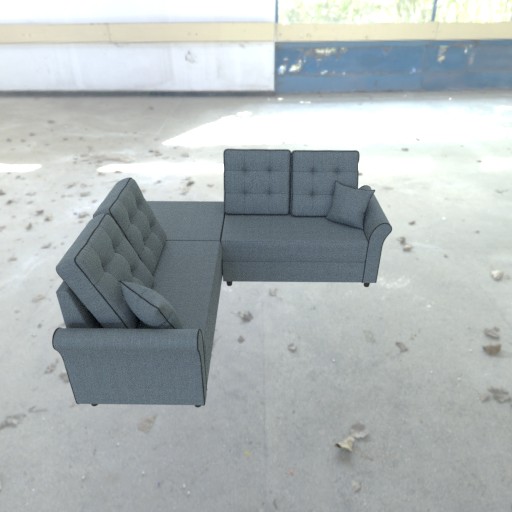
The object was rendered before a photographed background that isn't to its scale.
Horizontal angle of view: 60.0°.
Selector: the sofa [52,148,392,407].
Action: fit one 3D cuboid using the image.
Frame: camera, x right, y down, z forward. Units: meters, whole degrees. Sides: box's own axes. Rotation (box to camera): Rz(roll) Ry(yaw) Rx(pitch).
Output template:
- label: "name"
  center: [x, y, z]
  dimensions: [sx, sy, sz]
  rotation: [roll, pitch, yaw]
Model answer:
- label: "sofa"
  center: [0.000, 0.000, 3.193]
  dimensions: [2.070, 0.988, 2.068]
  rotation: [0, 31, 1]
